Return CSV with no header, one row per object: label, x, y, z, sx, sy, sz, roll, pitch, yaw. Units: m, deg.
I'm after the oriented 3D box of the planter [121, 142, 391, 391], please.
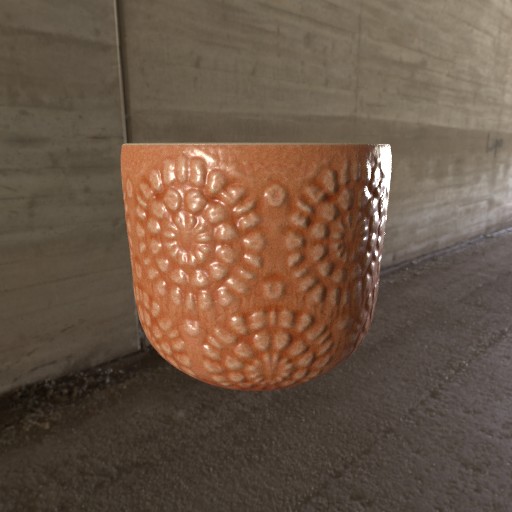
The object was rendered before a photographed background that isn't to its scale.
planter,0.000,0.000,0.223,0.124,0.109,0.124,0,14,0
